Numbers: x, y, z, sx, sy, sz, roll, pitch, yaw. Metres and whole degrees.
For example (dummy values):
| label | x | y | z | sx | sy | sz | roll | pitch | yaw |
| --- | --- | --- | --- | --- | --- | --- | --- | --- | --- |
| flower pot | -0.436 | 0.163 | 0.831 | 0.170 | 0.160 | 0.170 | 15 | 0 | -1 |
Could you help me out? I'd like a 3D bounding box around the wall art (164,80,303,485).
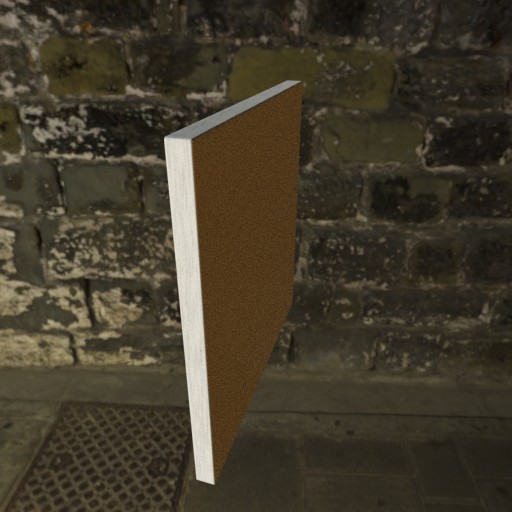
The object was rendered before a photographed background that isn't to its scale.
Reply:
| label | x | y | z | sx | sy | sz | roll | pitch | yaw |
| --- | --- | --- | --- | --- | --- | --- | --- | --- | --- |
| wall art | 0.000 | 0.000 | 1.918 | 0.078 | 1.288 | 1.287 | 8 | 29 | 15 |
